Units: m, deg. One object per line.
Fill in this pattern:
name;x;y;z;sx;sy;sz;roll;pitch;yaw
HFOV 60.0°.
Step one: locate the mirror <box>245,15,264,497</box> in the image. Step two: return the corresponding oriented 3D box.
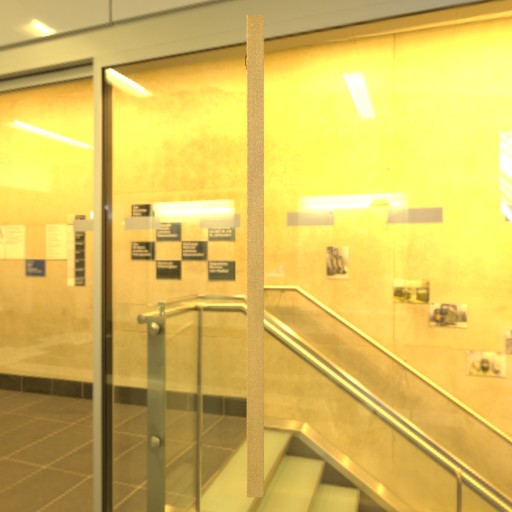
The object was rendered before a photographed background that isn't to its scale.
mirror;0.000;0.000;1.314;0.040;1.016;0.762;0;0;1
